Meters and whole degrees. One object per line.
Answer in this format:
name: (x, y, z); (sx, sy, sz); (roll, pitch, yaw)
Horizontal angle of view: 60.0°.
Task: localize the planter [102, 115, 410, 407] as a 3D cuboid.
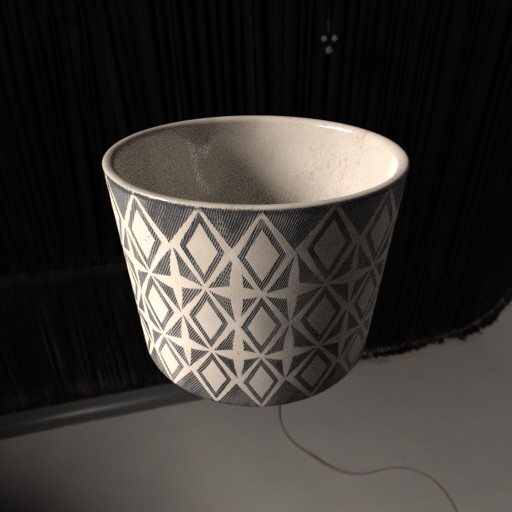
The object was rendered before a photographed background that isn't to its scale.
planter: (0.000, 0.000, 0.446); (0.260, 0.220, 0.260); (0, 30, 0)
